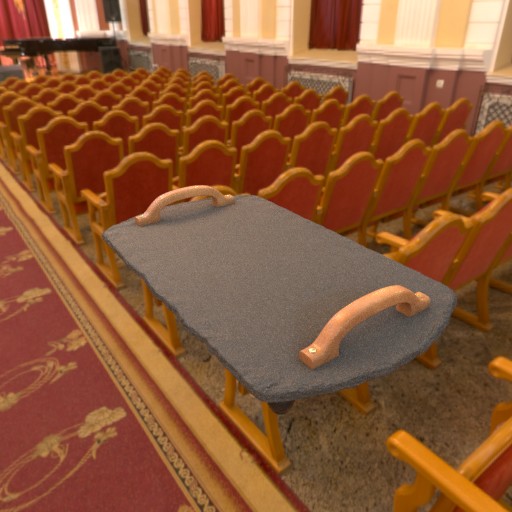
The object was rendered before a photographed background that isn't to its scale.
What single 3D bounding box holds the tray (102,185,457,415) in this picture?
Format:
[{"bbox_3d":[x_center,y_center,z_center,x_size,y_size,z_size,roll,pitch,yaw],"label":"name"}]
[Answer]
[{"bbox_3d":[0.000,0.000,0.465,0.231,0.062,0.387,-18,33,-31],"label":"tray"}]
